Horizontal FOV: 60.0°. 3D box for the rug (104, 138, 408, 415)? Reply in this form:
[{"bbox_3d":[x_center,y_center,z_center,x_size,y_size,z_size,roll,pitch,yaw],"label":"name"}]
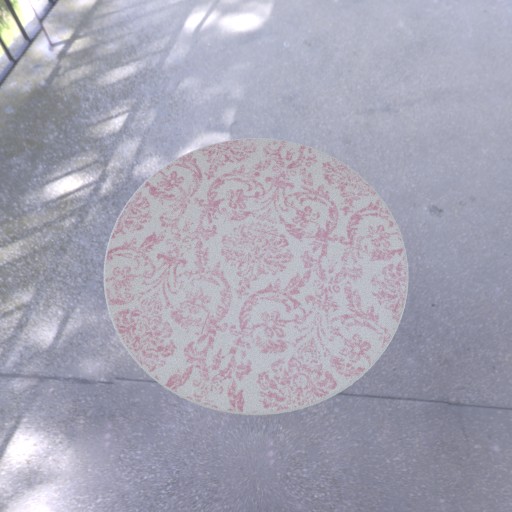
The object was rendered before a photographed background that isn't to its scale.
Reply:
[{"bbox_3d":[0.000,0.000,2.343,1.593,0.012,1.593,0,64,0],"label":"rug"}]
